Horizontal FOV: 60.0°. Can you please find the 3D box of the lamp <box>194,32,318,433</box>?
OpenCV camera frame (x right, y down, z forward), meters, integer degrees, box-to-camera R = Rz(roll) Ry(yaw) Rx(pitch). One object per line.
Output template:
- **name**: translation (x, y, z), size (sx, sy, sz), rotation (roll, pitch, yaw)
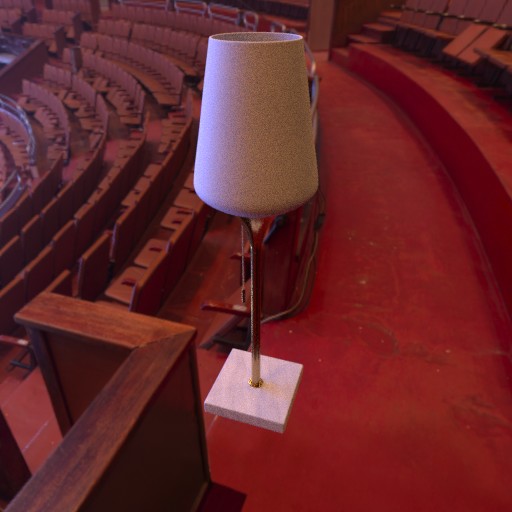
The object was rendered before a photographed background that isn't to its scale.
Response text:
- **lamp**: translation (0.000, 0.000, 0.717), size (0.181, 0.639, 0.181), rotation (10, 33, 15)
